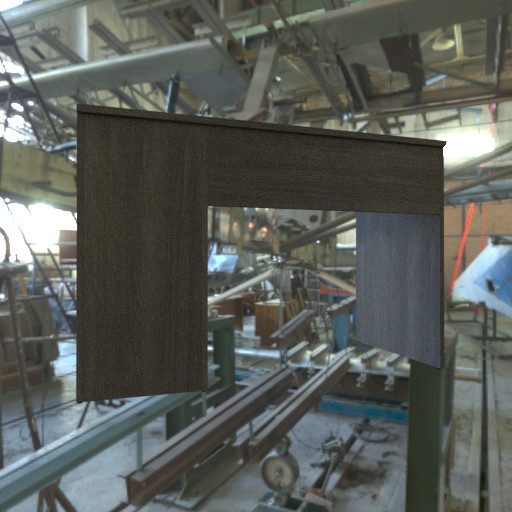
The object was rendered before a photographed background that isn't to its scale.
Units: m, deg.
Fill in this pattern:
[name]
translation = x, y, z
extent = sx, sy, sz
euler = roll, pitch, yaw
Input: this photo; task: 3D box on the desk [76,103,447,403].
[desk]
translation = 0.000, 0.000, 1.501
extent = 1.096, 0.730, 0.560
euler = 0, 0, -18
